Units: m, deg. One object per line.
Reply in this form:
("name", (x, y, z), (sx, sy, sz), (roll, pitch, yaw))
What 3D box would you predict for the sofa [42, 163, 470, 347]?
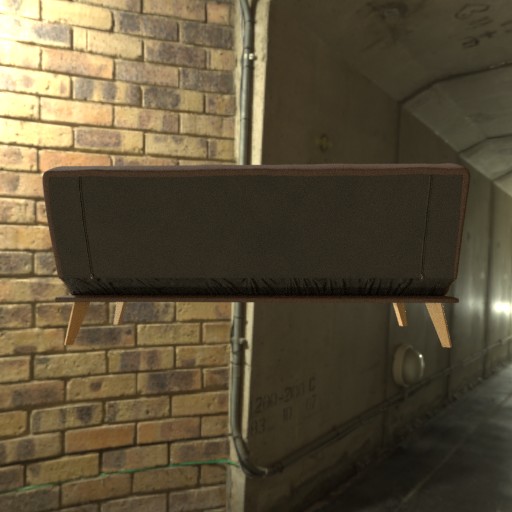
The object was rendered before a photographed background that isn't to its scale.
("sofa", (0.000, 0.000, 2.261), (1.800, 0.810, 0.860), (0, -1, 2))
